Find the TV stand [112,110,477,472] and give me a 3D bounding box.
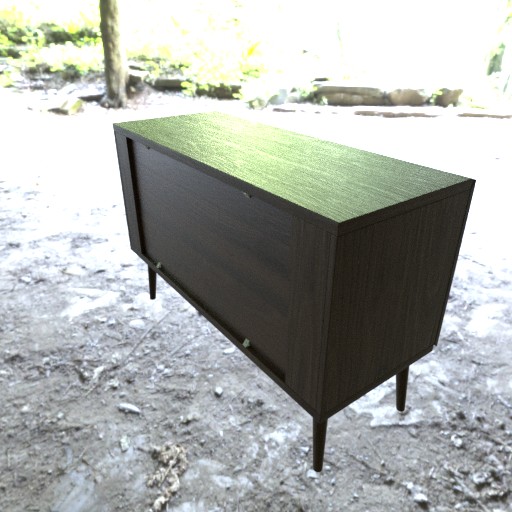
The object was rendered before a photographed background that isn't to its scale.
[{"bbox_3d":[0.000,0.000,1.312,0.405,0.660,0.990,-19,33,-32],"label":"TV stand"}]
